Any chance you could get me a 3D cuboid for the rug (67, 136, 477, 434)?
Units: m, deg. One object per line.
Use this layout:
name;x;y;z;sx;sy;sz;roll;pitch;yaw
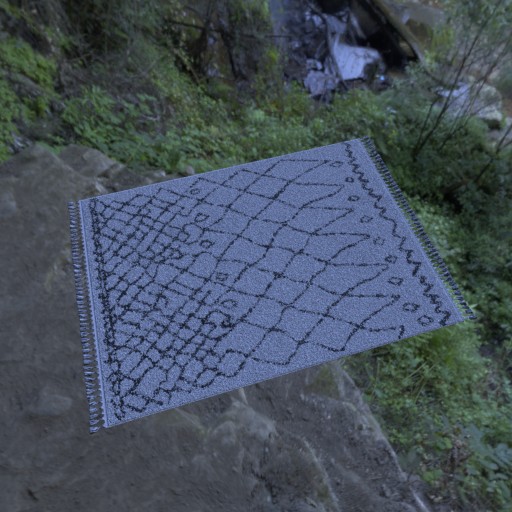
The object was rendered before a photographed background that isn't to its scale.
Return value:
rug;0.000;0.000;2.913;2.312;0.017;1.613;-14;60;-8
